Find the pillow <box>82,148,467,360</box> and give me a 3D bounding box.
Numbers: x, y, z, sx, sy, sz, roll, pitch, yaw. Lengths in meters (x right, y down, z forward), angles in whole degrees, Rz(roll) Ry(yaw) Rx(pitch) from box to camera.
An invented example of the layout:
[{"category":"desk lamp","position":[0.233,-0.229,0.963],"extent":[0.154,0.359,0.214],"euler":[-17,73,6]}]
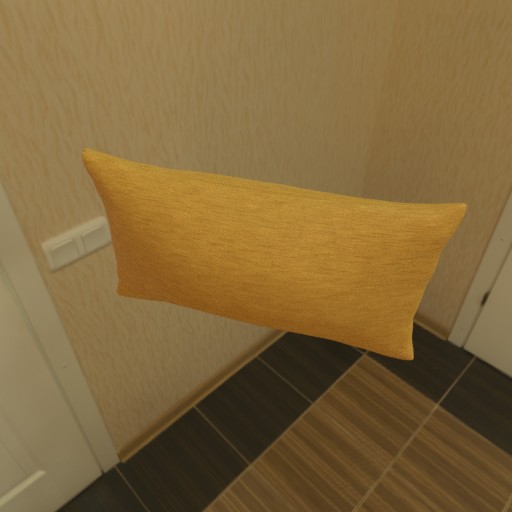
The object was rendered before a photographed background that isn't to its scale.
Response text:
[{"category":"pillow","position":[0.000,0.000,0.813],"extent":[0.634,0.354,0.210],"euler":[11,42,13]}]
